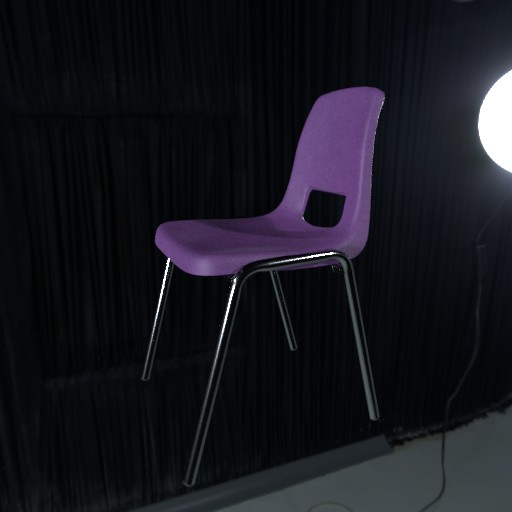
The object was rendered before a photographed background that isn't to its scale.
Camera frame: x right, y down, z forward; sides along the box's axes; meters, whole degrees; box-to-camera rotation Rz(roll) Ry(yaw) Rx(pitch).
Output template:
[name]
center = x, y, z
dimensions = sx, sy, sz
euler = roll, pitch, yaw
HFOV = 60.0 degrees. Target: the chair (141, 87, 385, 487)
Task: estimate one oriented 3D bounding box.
[chair]
center = 0.000, 0.000, 0.895
dimensions = 0.432, 0.654, 0.381
euler = -7, 17, -24
